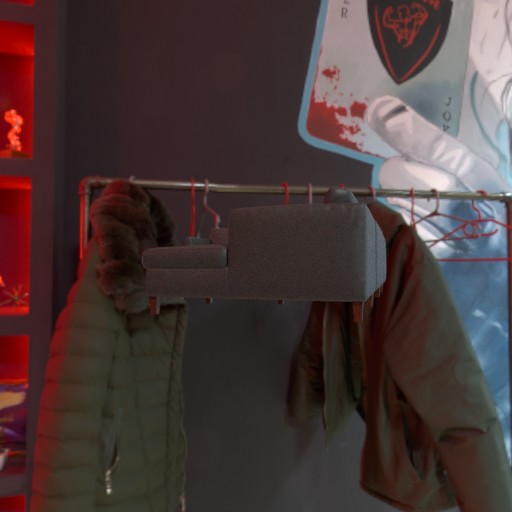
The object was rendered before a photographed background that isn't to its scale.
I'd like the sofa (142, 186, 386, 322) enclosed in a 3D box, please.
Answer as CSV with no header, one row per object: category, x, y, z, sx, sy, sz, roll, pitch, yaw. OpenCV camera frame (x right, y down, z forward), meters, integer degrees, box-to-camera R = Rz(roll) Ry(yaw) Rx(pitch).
sofa,0.000,0.000,4.768,2.593,0.923,3.460,0,-1,18
